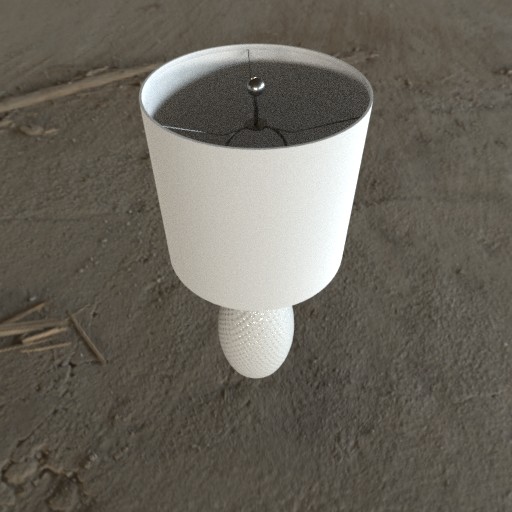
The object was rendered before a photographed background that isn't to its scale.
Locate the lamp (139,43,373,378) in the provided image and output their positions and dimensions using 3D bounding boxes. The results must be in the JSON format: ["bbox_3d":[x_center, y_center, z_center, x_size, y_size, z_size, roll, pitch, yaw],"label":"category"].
[{"bbox_3d":[0.000,0.000,0.573,0.214,0.466,0.214,-3,46,-3],"label":"lamp"}]
